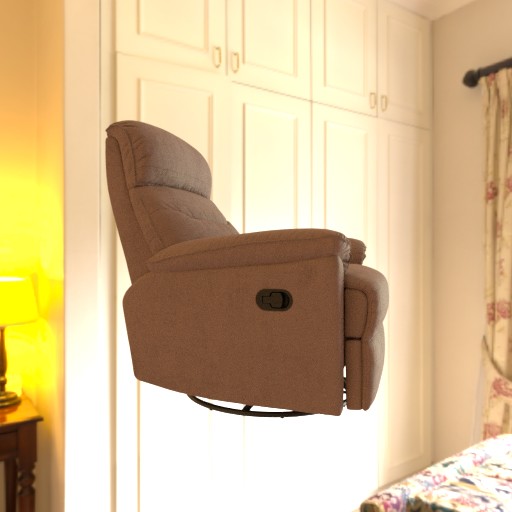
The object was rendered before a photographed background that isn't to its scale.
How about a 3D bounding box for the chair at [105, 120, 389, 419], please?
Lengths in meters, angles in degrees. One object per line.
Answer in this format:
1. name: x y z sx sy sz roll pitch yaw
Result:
1. chair: 0.000 0.000 1.747 1.004 1.037 0.820 0 0 18
